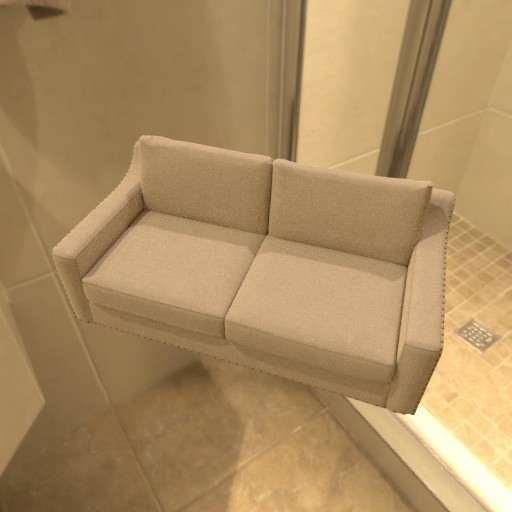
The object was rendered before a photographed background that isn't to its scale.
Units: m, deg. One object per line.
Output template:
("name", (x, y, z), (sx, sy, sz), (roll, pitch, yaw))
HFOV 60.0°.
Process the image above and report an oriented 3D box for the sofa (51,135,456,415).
("sofa", (0.000, 0.000, 2.680), (2.107, 0.983, 1.104), (13, 43, 14))
